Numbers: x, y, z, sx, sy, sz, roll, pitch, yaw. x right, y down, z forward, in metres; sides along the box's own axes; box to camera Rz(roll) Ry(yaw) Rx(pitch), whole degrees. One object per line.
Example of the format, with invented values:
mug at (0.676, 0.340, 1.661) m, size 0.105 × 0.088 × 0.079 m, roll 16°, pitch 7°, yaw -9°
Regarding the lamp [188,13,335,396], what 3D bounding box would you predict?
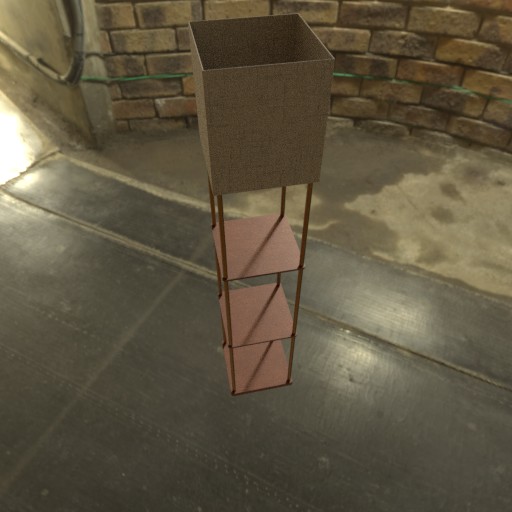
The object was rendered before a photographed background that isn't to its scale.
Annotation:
lamp at (0.000, 0.000, 1.672) m, size 0.308 × 1.569 × 0.310 m, roll -9°, pitch 47°, yaw -8°
